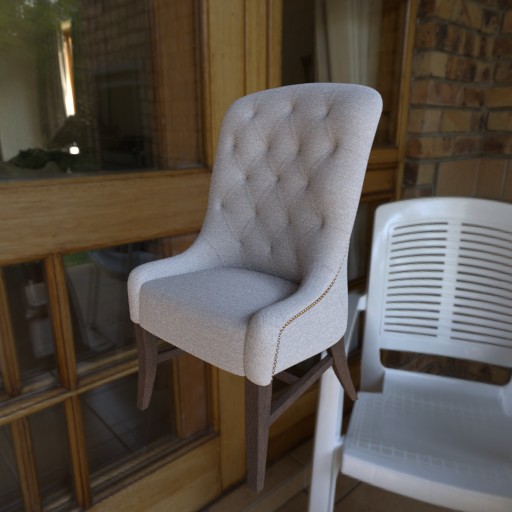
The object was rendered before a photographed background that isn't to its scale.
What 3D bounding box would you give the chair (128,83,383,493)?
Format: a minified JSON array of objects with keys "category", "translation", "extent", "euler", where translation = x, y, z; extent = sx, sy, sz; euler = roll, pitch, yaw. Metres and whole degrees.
[{"category":"chair","translation":[0.000,0.000,1.449],"extent":[0.634,1.091,0.629],"euler":[14,21,40]}]
